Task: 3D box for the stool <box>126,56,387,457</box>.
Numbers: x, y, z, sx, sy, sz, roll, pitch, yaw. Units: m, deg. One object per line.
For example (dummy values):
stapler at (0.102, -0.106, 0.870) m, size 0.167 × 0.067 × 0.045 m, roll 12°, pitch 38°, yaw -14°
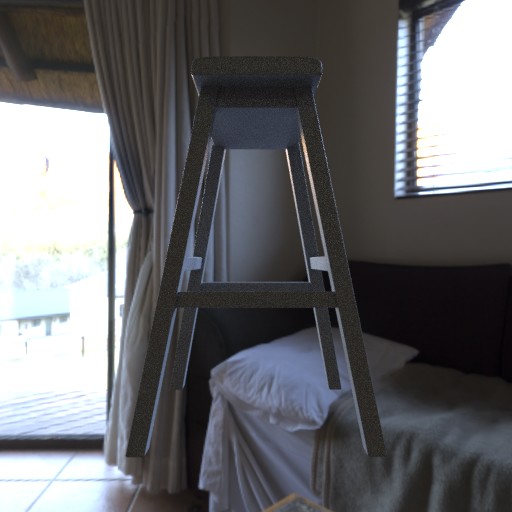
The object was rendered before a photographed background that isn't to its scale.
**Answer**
stool at (0.000, 0.000, 1.038) m, size 0.476 × 0.737 × 0.457 m, roll 0°, pitch -1°, yaw 0°
